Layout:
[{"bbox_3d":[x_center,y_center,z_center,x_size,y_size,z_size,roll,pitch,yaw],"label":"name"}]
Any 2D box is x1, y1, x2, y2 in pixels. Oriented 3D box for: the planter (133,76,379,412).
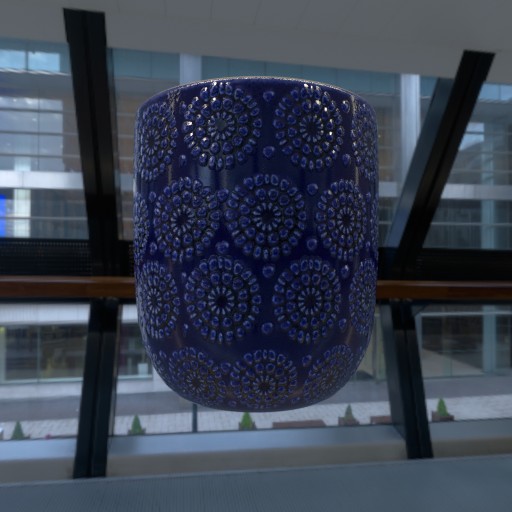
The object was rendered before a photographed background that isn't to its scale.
[{"bbox_3d":[0.000,0.000,0.344,0.184,0.206,0.184,0,-1,0],"label":"planter"}]
